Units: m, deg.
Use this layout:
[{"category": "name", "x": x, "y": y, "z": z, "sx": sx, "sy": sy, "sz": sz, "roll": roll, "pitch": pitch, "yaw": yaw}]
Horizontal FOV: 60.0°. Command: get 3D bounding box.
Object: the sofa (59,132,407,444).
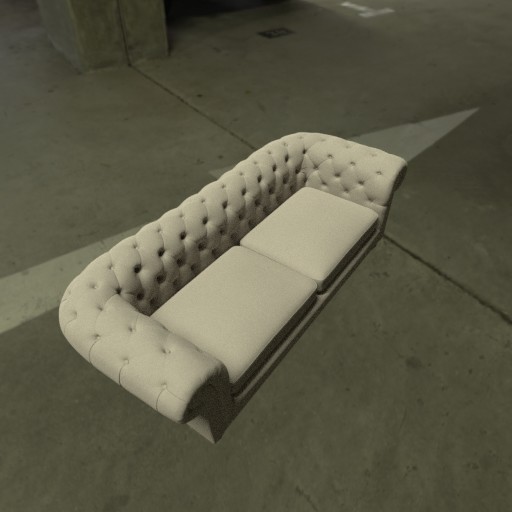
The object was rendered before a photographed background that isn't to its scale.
[{"category": "sofa", "x": 0.000, "y": 0.000, "z": 2.817, "sx": 0.991, "sy": 0.749, "sz": 2.411, "roll": 25, "pitch": 47, "yaw": 26}]
